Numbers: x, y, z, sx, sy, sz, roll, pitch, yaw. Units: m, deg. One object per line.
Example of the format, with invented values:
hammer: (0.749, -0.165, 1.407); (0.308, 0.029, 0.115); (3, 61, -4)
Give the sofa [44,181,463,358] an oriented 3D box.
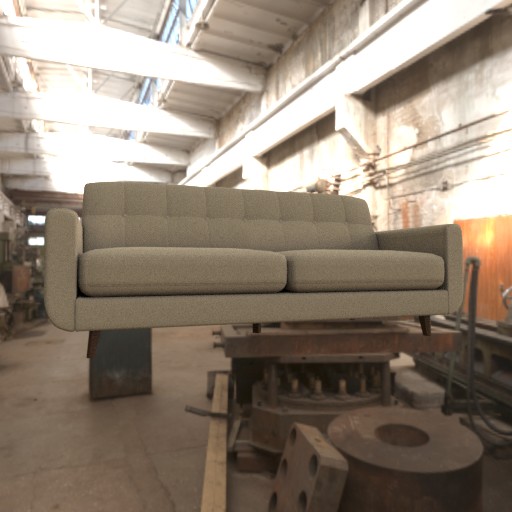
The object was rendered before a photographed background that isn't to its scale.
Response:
sofa: (0.000, 0.000, 2.574); (2.137, 0.892, 0.980); (0, -1, -19)
